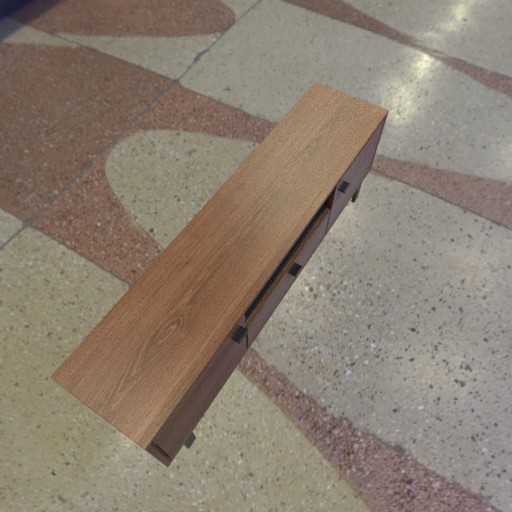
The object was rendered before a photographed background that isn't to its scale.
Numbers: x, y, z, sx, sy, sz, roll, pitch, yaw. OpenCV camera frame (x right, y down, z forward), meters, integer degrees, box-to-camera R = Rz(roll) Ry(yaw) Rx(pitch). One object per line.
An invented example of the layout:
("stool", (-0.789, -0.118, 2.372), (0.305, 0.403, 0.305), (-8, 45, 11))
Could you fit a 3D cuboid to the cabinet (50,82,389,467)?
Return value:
("cabinet", (0.000, 0.000, 1.845), (0.400, 0.500, 1.650), (28, 62, 17))
